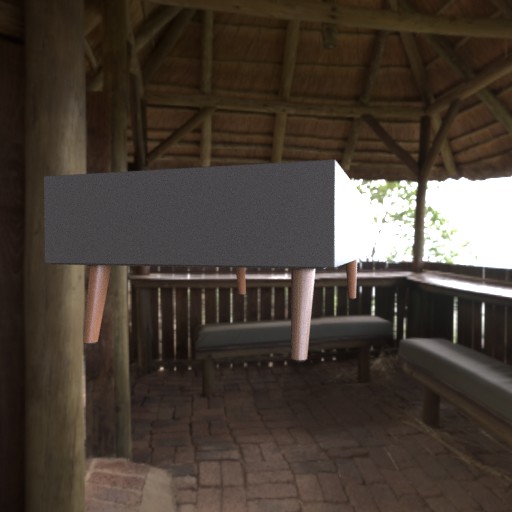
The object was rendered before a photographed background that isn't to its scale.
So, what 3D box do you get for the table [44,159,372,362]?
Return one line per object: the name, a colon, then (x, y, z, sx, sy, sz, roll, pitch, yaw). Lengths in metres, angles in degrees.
table: (0.000, 0.000, 1.528, 0.703, 0.404, 1.201, 0, 2, 18)
